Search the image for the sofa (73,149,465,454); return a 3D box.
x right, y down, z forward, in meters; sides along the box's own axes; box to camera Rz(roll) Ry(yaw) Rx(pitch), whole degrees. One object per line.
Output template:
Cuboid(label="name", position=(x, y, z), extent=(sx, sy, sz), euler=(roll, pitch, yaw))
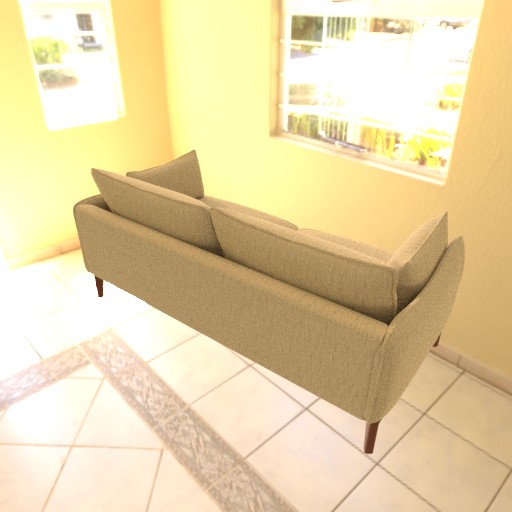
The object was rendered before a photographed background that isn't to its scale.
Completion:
Cuboid(label="sofa", position=(0.000, 0.000, 2.461), extent=(1.989, 0.860, 0.991), euler=(21, 36, 32))
